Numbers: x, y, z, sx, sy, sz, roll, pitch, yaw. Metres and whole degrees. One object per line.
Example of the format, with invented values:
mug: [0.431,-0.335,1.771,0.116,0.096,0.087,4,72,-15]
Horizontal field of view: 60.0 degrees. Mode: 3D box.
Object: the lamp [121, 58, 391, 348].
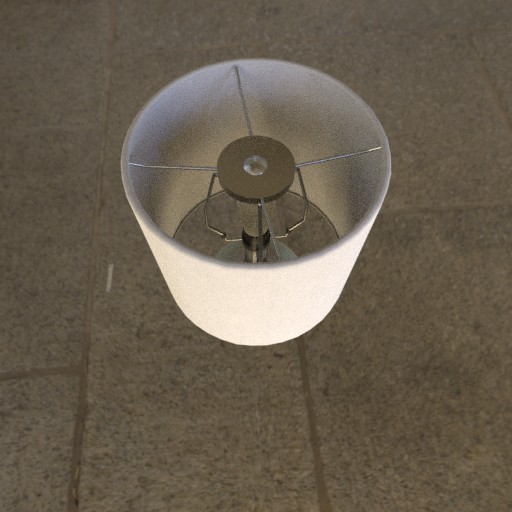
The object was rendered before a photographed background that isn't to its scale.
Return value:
lamp: [0.000,0.000,0.487,0.201,0.353,0.201,-32,67,-15]
